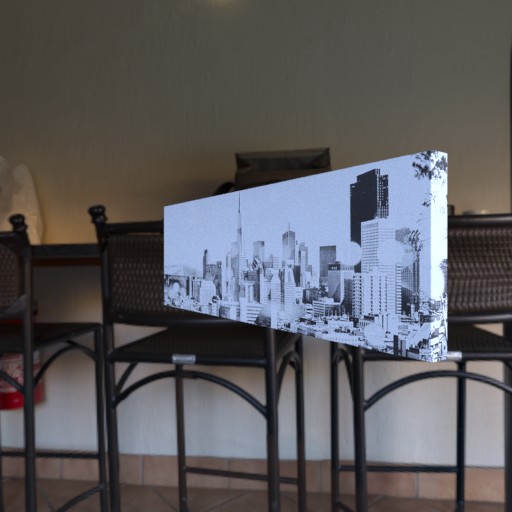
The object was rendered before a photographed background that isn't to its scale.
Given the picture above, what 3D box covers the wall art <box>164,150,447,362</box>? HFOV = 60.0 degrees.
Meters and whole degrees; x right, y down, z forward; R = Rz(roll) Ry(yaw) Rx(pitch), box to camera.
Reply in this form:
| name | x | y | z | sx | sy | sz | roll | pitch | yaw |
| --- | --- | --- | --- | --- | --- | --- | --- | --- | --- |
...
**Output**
| name | x | y | z | sx | sy | sz | roll | pitch | yaw |
| --- | --- | --- | --- | --- | --- | --- | --- | --- | --- |
| wall art | 0.000 | 0.000 | 0.853 | 0.036 | 0.256 | 0.766 | 0 | 0 | -36 |
